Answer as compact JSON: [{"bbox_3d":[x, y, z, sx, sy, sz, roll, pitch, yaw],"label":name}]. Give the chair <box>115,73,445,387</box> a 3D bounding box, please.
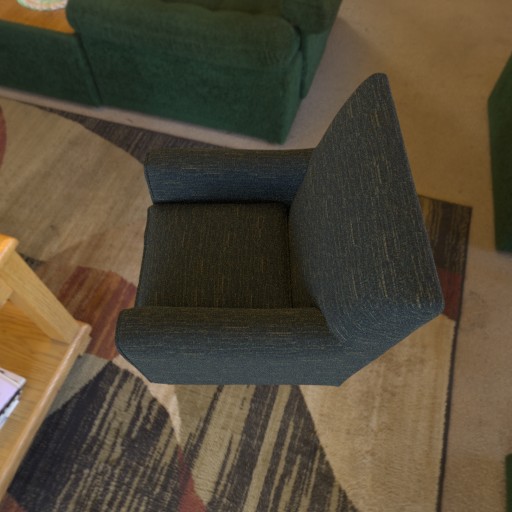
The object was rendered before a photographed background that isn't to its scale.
[{"bbox_3d":[0.000,0.000,1.627,0.873,0.928,0.864,0,58,0],"label":"chair"}]
